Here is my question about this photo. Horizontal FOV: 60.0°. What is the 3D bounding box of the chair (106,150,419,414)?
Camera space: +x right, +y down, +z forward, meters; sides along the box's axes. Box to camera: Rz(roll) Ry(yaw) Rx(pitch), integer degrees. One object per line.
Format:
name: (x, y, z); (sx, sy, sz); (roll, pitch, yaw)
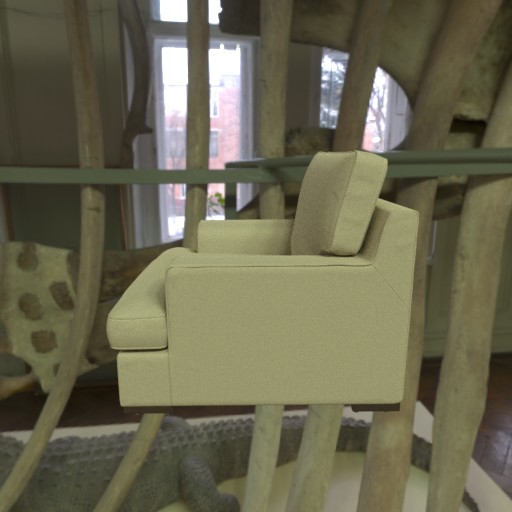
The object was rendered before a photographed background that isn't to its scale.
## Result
chair: (0.000, 0.000, 2.177); (1.274, 1.005, 1.293); (-2, 13, -8)
